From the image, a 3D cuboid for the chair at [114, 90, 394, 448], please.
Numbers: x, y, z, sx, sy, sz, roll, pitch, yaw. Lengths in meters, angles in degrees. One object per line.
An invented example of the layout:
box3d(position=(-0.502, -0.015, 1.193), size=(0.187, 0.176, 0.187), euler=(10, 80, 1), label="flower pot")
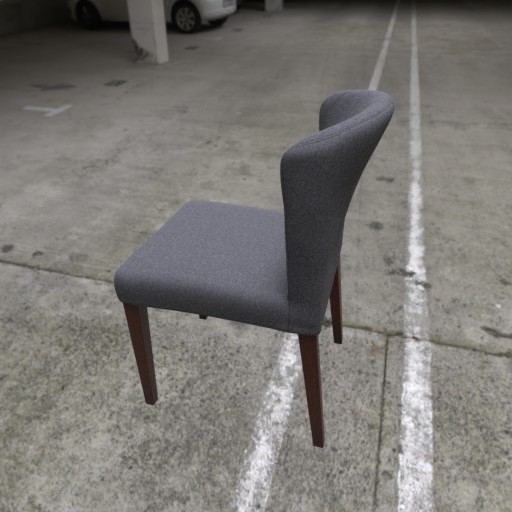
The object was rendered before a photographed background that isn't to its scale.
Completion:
box3d(position=(0.000, 0.000, 1.186), size=(0.592, 0.839, 0.491), euler=(8, 32, 14), label="chair")
